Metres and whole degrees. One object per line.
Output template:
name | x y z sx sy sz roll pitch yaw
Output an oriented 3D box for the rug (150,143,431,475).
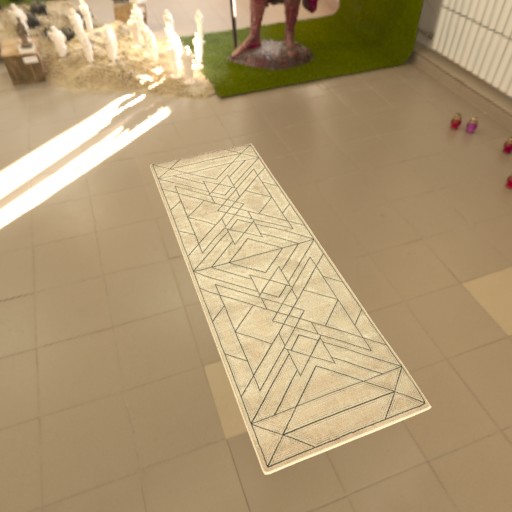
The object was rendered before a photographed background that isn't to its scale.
rug | 0.000 0.000 2.705 0.831 0.036 2.381 -15 48 -14
